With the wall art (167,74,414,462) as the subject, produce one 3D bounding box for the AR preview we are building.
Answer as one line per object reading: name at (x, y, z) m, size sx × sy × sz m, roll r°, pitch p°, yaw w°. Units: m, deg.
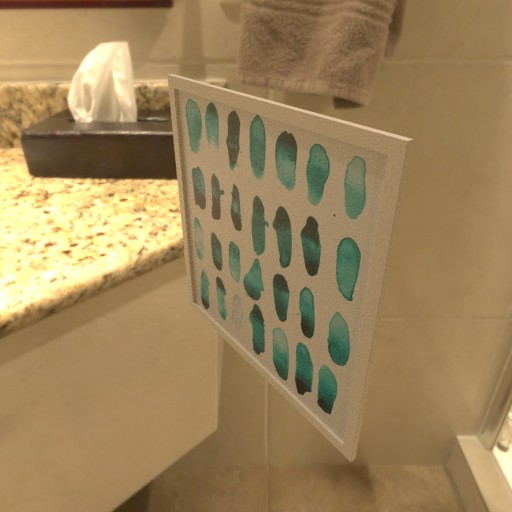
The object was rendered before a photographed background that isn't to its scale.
wall art at (0.000, 0.000, 0.666) m, size 0.009 × 0.457 × 0.456 m, roll -21°, pitch 37°, yaw -31°
